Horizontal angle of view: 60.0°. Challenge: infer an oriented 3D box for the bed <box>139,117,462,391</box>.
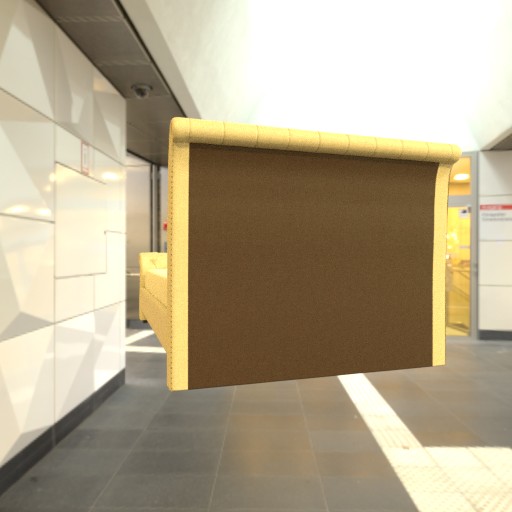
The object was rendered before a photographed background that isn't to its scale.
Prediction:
[{"bbox_3d":[0.000,0.000,3.398,1.606,1.268,2.493,0,0,-18],"label":"bed"}]
